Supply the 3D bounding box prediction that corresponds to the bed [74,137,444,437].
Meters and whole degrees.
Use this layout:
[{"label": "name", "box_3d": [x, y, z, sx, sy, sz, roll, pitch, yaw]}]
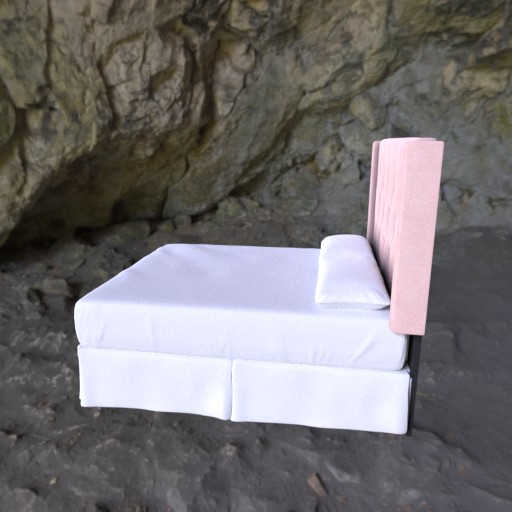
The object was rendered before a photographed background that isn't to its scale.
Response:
[{"label": "bed", "box_3d": [0.000, 0.000, 3.239, 2.066, 1.665, 1.719, 2, 15, 9]}]
